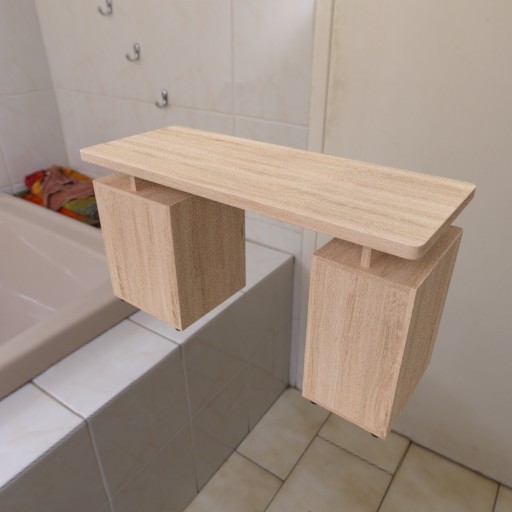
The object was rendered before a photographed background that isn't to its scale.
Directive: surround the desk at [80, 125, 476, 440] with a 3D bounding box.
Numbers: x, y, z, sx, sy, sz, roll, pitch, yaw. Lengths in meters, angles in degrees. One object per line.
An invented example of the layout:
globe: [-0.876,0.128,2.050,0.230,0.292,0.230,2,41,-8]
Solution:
desk: [0.000,0.000,1.804,1.400,0.760,0.550,20,35,32]
